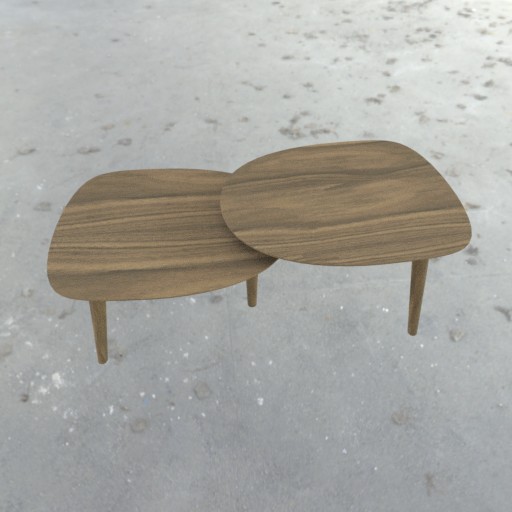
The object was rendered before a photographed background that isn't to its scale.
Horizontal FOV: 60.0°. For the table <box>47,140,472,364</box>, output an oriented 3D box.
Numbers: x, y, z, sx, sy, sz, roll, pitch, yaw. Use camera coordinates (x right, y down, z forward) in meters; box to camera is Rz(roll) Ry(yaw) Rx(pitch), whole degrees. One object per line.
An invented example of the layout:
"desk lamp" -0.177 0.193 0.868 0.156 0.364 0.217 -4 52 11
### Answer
"table" 0.000 0.000 1.337 1.084 0.429 0.527 -4 46 -4
